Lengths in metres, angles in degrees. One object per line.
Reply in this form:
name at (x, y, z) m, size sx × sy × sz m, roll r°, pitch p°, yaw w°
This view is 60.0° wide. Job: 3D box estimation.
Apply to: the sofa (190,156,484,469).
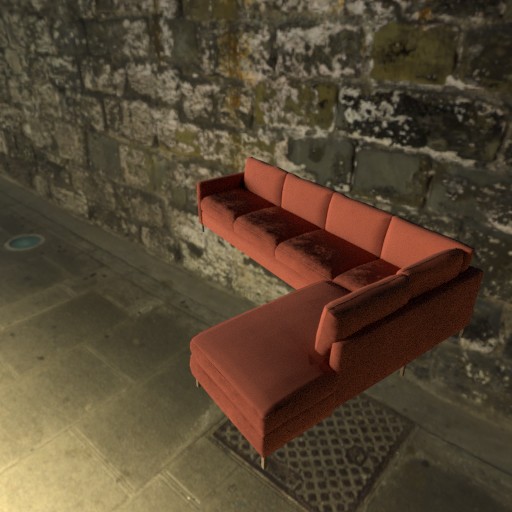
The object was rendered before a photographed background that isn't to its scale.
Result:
sofa at (0.000, 0.000, 3.539) m, size 1.879 × 0.757 × 2.736 m, roll -19°, pitch 34°, yaw -30°
